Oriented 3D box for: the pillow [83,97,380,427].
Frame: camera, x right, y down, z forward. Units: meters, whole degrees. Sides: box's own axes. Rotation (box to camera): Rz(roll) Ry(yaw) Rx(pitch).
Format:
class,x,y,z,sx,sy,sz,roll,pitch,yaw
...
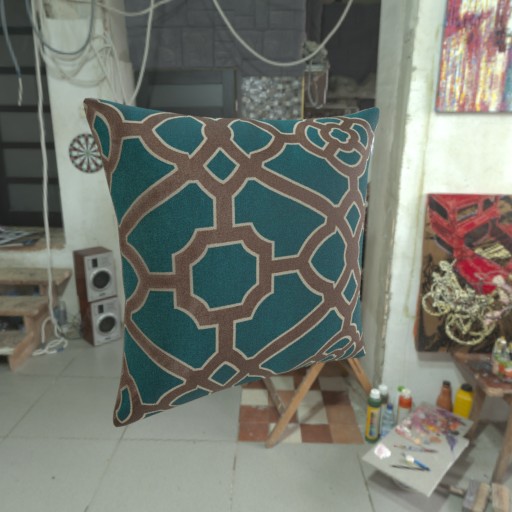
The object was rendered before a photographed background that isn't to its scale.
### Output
class,x,y,z,sx,sy,sz,roll,pitch,yaw
pillow,0.000,0.000,0.774,0.526,0.507,0.166,-8,17,-27
